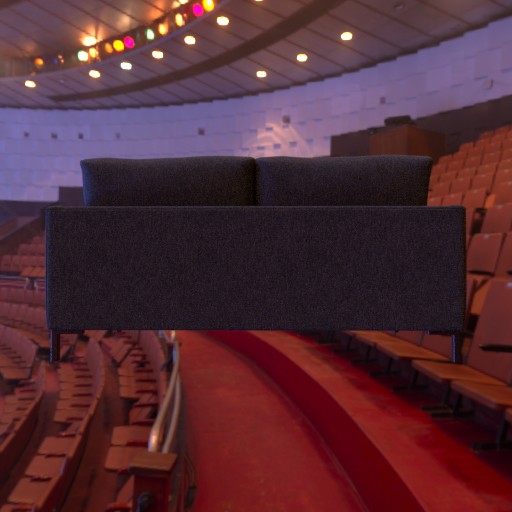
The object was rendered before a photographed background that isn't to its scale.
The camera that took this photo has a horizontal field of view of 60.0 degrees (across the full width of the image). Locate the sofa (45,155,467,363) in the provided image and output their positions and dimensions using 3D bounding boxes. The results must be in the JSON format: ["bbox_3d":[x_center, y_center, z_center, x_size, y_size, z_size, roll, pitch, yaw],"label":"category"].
[{"bbox_3d":[0.000,0.000,2.191,1.716,0.862,0.866,0,-1,1],"label":"sofa"}]
